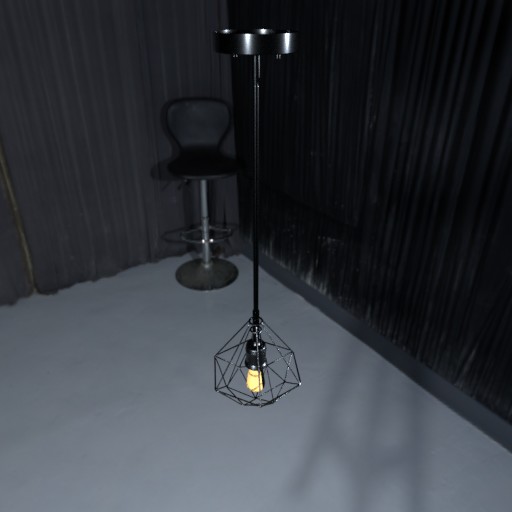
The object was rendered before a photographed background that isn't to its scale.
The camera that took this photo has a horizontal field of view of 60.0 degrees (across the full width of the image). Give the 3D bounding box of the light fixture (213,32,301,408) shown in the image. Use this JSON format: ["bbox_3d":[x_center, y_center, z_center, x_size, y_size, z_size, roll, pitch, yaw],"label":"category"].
[{"bbox_3d":[0.000,0.000,1.951,0.487,1.764,0.431,-19,35,-30],"label":"light fixture"}]
